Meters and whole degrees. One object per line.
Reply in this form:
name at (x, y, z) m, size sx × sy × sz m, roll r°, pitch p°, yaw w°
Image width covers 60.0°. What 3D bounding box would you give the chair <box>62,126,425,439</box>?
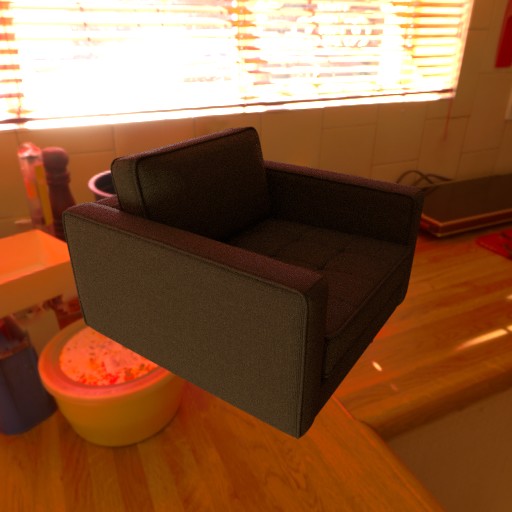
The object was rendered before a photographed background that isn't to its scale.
chair at (0.000, 0.000, 1.584) m, size 0.919 × 0.770 × 0.899 m, roll 18°, pitch 32°, yaw 31°
